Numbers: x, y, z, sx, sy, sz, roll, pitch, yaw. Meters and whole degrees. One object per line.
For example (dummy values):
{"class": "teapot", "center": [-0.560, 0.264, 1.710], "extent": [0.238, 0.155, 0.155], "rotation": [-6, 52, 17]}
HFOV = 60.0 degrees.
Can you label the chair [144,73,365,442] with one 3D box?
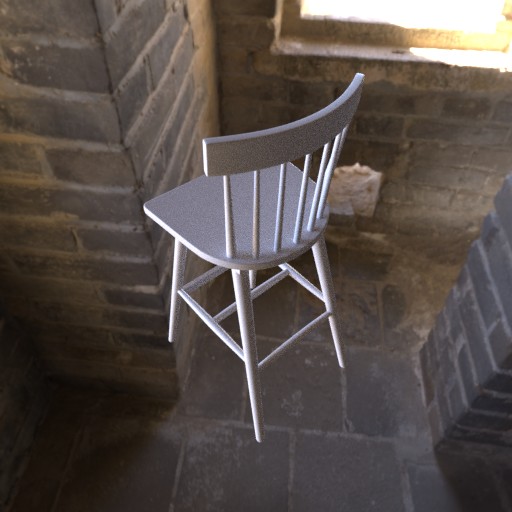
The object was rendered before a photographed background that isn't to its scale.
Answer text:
{"class": "chair", "center": [0.000, 0.000, 1.394], "extent": [0.483, 1.092, 0.572], "rotation": [-32, 53, -28]}
